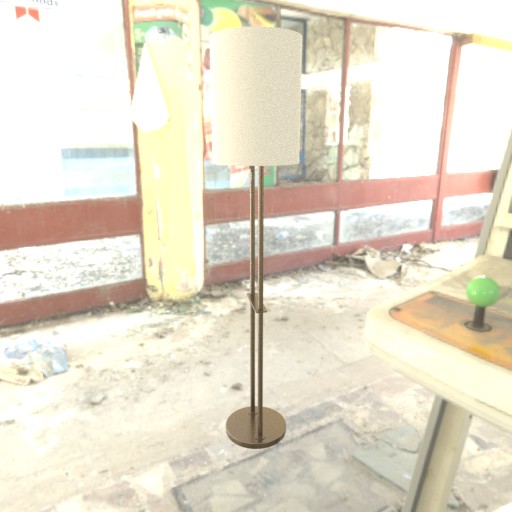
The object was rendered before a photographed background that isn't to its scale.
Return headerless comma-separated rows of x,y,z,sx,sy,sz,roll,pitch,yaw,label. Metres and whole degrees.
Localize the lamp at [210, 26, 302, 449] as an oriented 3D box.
0.000,0.000,1.663,0.305,1.500,0.306,-3,15,-10,lamp
